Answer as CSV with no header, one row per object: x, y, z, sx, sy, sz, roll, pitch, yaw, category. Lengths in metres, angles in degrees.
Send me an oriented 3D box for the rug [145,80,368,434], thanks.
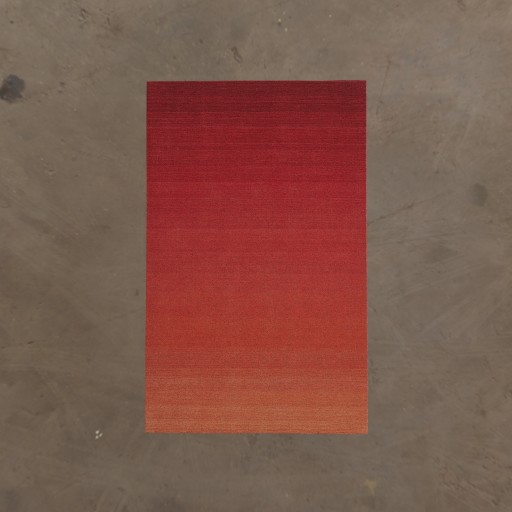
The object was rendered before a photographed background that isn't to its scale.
0.000,0.000,3.065,1.531,0.010,2.442,0,89,1,rug
